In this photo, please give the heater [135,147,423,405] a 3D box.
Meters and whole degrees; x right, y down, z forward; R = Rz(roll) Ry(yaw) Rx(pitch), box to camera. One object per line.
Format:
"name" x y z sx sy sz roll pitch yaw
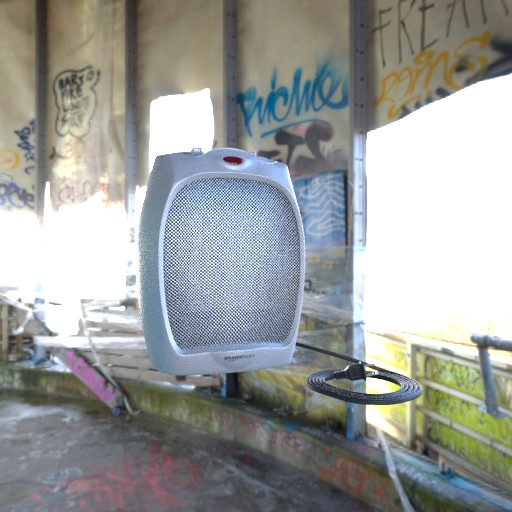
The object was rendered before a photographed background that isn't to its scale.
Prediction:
"heater" 0.000 0.000 0.468 0.239 0.240 0.291 0 0 -20
